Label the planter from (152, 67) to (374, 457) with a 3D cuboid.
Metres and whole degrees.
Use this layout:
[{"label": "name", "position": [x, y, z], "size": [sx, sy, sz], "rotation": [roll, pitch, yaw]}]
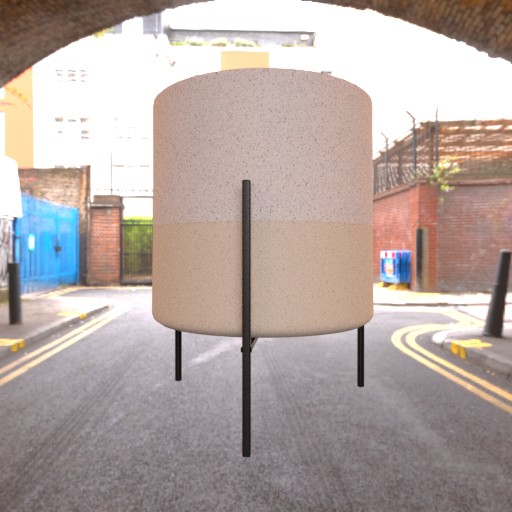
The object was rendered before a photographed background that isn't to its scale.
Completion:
[{"label": "planter", "position": [0.000, 0.000, 0.650], "size": [0.335, 0.423, 0.313], "rotation": [0, 1, 36]}]
